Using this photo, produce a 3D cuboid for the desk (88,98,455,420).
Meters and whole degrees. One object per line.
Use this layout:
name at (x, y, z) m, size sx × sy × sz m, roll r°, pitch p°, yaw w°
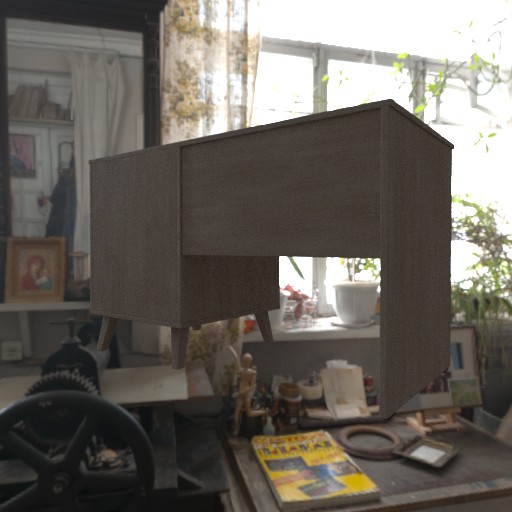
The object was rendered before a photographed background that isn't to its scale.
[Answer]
desk at (0.000, 0.000, 1.664) m, size 1.251 × 0.770 × 0.600 m, roll 1°, pitch 2°, yaw 37°
